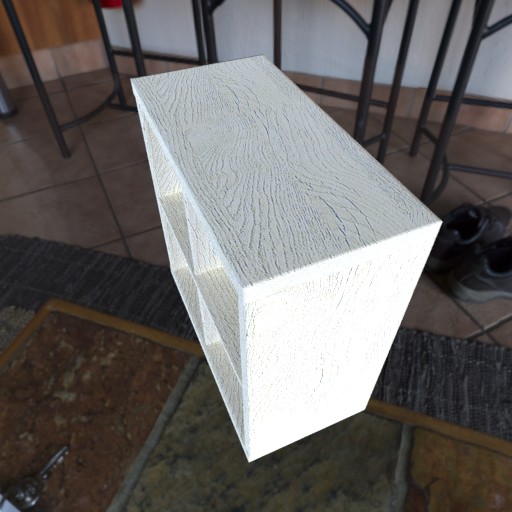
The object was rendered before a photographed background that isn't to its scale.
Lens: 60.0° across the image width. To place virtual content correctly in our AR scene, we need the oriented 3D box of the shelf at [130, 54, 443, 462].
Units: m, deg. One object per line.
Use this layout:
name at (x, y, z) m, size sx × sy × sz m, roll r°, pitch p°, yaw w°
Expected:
shelf at (0.000, 0.000, 1.282) m, size 0.390 × 0.786 × 0.790 m, roll -18°, pitch 49°, yaw -16°
